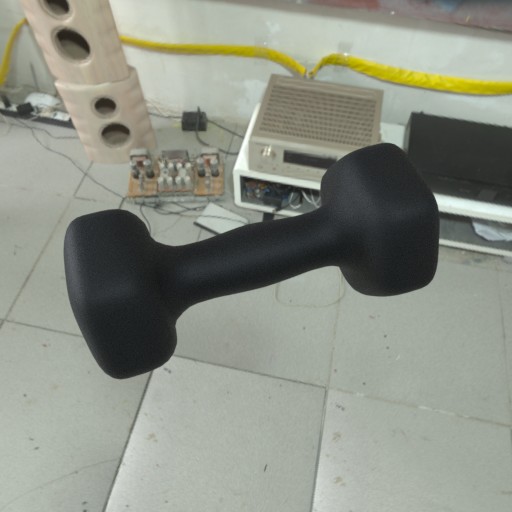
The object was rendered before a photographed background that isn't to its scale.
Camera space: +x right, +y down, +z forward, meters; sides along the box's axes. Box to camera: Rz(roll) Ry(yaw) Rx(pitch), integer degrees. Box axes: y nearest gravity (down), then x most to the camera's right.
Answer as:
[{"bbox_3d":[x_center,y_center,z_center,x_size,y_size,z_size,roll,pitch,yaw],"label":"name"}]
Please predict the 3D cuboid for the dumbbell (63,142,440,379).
[{"bbox_3d":[0.000,0.000,0.297,0.231,0.101,0.112,-15,59,-9],"label":"dumbbell"}]
